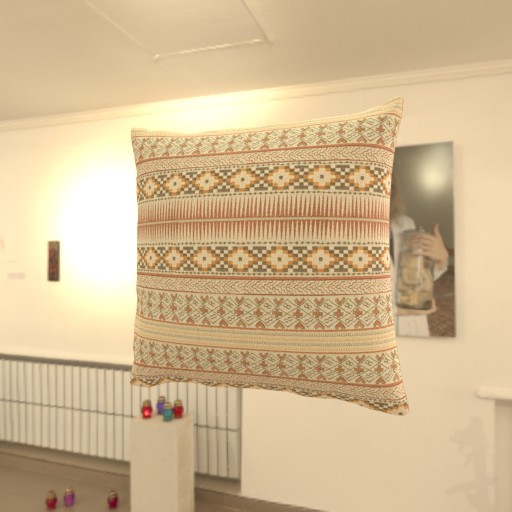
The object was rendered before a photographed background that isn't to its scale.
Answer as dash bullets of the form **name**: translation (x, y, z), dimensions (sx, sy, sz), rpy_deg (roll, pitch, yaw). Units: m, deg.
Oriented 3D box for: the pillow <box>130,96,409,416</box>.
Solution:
- **pillow**: translation (0.000, 0.000, 0.798), dimensions (0.521, 0.519, 0.215), rpy_deg (0, 0, 18)
